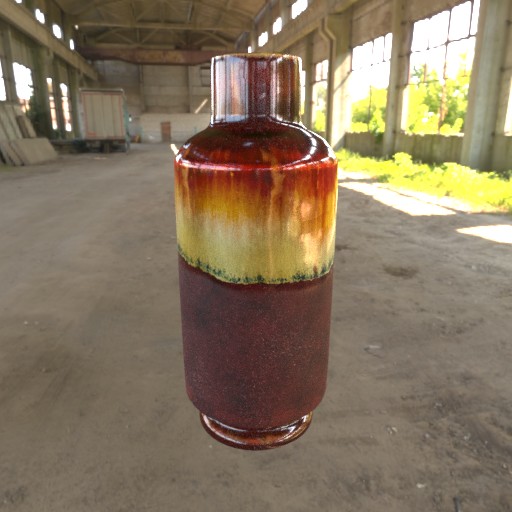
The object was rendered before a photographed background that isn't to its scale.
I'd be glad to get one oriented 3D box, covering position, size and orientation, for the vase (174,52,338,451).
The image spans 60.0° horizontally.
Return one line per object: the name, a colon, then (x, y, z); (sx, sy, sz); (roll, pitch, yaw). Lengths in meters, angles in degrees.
vase: (0.000, 0.000, 0.319); (0.111, 0.261, 0.111); (0, 17, 0)
